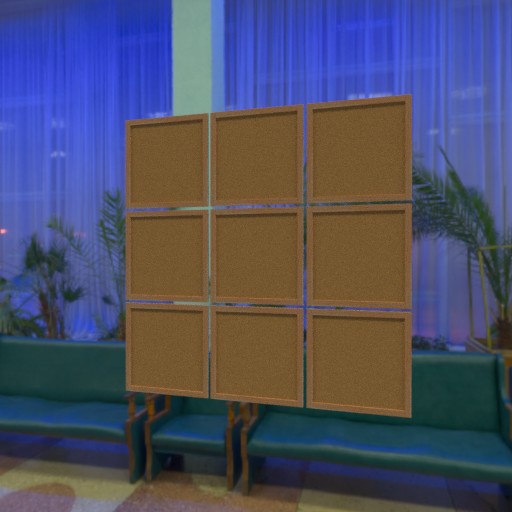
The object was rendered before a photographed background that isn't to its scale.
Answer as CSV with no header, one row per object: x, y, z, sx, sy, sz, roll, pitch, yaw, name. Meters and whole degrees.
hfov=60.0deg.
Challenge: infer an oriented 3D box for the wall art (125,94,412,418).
0.000,0.000,2.291,1.521,1.519,0.013,0,0,16,wall art
